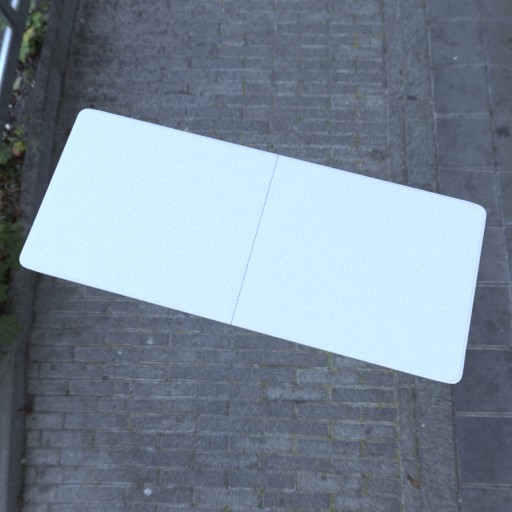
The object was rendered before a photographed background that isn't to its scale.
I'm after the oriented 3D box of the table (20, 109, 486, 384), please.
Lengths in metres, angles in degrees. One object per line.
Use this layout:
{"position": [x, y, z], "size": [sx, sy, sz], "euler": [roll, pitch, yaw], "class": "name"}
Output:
{"position": [0.000, 0.000, 2.189], "size": [1.829, 0.719, 0.761], "euler": [15, 77, 4], "class": "table"}
